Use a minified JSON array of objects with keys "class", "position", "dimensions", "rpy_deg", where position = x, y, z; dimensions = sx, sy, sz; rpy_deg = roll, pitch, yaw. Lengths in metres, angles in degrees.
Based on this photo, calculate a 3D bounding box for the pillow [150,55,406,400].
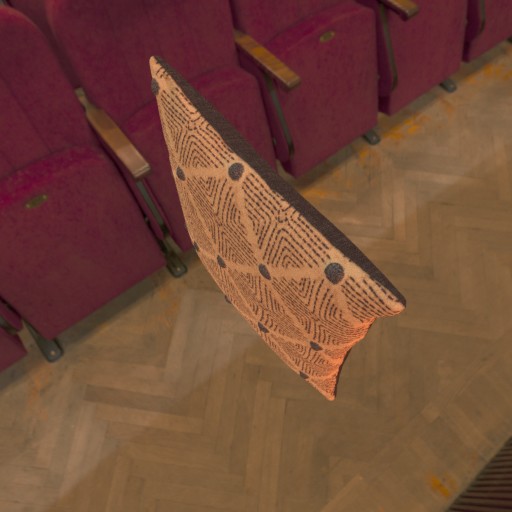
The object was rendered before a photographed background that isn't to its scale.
[{"class":"pillow","position":[0.000,0.000,0.781],"dimensions":[0.145,0.510,0.510],"rpy_deg":[-35,67,-17]}]
